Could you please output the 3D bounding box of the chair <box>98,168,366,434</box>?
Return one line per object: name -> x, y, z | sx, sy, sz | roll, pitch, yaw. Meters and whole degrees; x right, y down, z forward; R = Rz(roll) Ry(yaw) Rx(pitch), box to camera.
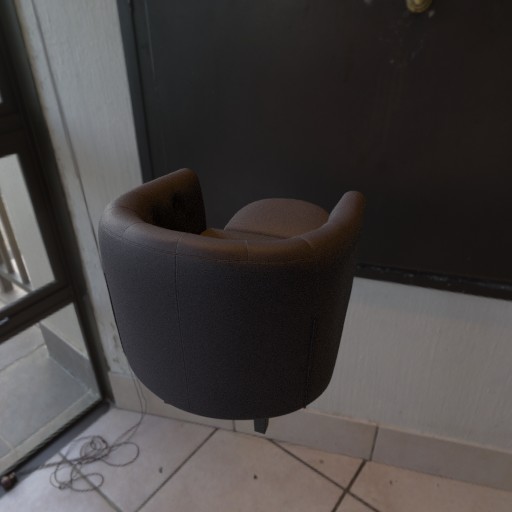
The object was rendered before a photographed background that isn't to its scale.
chair -> 0.000, 0.000, 1.680 | 0.763, 0.760, 1.191 | 11, 34, 16
